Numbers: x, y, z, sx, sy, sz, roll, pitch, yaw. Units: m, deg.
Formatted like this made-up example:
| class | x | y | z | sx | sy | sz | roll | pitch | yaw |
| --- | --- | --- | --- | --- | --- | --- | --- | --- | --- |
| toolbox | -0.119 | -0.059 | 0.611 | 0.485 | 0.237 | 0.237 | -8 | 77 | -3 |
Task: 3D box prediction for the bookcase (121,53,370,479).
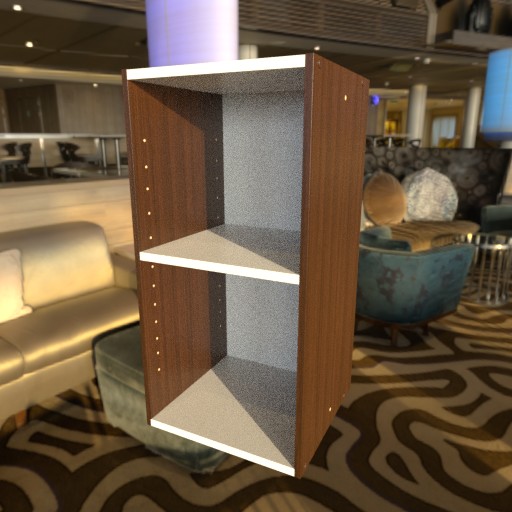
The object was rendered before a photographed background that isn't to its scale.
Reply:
| class | x | y | z | sx | sy | sz | roll | pitch | yaw |
| --- | --- | --- | --- | --- | --- | --- | --- | --- | --- |
| bookcase | 0.000 | 0.000 | 0.788 | 0.300 | 0.600 | 0.290 | 7 | 17 | 26 |
